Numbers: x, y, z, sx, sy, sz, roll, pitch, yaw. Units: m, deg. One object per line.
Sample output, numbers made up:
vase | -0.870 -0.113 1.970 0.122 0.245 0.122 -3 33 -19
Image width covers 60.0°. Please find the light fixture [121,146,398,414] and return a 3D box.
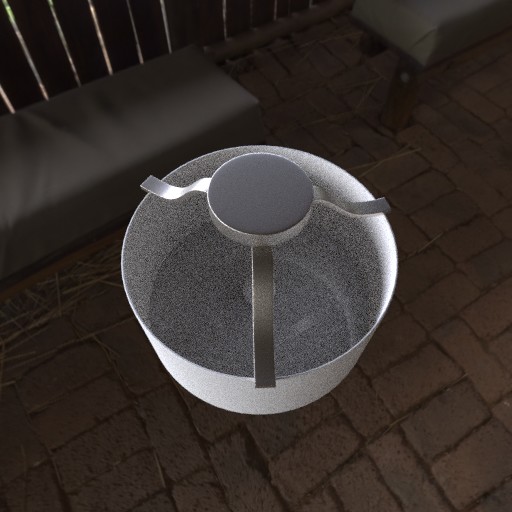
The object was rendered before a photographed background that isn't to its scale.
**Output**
light fixture | 0.000 0.000 0.652 0.395 0.304 0.395 0 58 0
